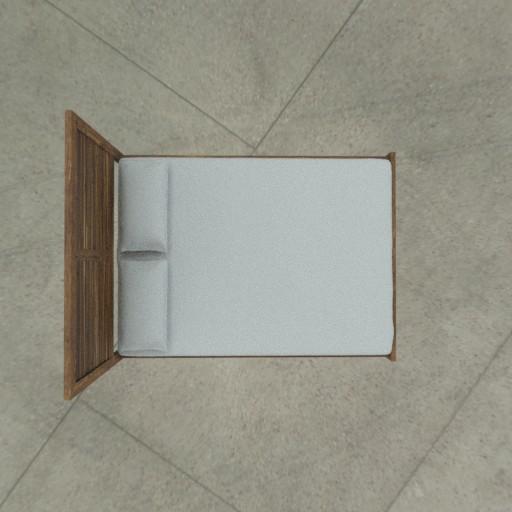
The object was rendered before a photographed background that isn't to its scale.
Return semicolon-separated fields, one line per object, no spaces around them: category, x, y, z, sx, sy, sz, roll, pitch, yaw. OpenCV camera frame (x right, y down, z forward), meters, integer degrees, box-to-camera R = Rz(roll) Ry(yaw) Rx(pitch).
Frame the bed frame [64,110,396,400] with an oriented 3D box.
bed frame;0.000;0.000;3.317;2.276;1.417;1.696;0;89;-1
